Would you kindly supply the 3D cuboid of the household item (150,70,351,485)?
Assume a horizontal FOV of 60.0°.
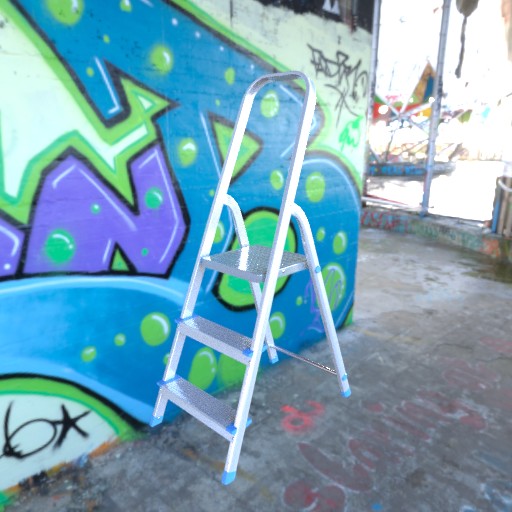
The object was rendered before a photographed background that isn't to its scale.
[{"bbox_3d":[0.000,0.000,1.548,0.420,1.215,0.687,14,21,42],"label":"household item"}]
